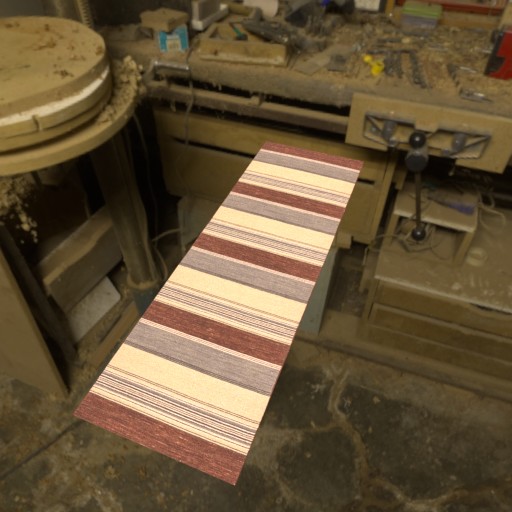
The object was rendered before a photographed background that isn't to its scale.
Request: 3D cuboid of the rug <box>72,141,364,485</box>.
[{"bbox_3d":[0.000,0.000,2.662,0.792,0.006,2.437,16,48,15],"label":"rug"}]
